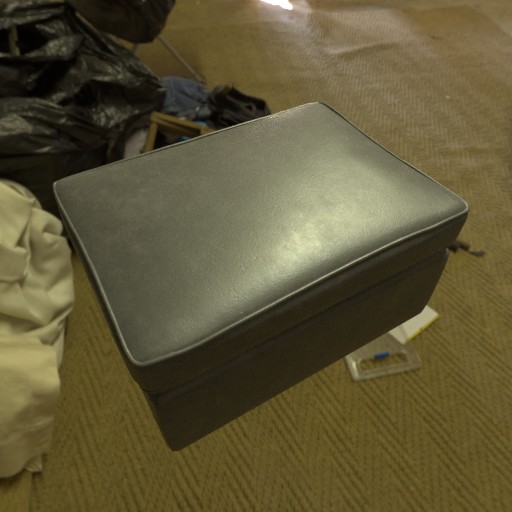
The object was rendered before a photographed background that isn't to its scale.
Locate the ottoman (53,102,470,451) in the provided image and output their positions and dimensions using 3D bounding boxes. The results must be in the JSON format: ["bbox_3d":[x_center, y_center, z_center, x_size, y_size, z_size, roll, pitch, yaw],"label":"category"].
[{"bbox_3d":[0.000,0.000,1.087,0.756,0.445,0.554,-23,51,-21],"label":"ottoman"}]
